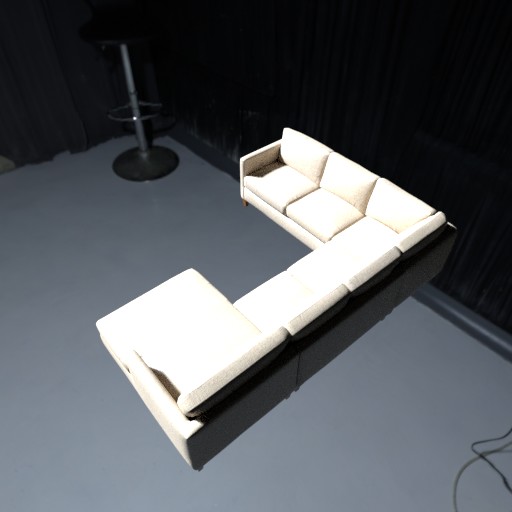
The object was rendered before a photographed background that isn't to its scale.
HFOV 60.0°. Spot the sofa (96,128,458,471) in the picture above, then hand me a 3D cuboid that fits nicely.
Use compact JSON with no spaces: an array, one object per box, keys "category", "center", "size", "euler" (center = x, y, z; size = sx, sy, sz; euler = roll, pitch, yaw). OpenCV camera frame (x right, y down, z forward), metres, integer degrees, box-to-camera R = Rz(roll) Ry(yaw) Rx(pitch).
[{"category":"sofa","center":[0.000,0.000,4.724],"size":[3.460,0.961,2.594],"euler":[-31,52,-27]}]
